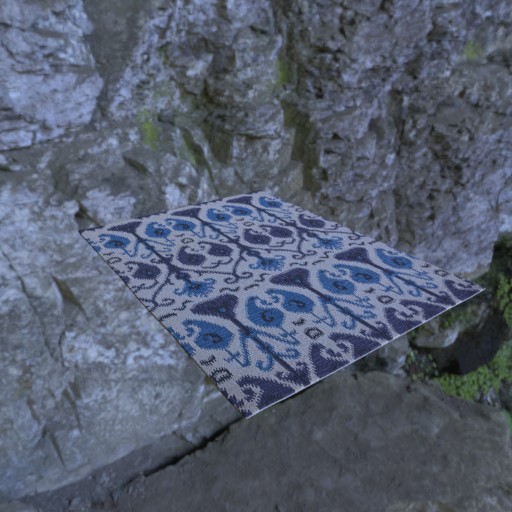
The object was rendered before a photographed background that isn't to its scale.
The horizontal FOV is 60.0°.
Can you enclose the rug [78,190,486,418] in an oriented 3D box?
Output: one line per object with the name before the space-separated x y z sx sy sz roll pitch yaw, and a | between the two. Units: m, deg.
rug | 0.000 0.000 4.250 2.443 0.024 3.228 -18 32 -31
